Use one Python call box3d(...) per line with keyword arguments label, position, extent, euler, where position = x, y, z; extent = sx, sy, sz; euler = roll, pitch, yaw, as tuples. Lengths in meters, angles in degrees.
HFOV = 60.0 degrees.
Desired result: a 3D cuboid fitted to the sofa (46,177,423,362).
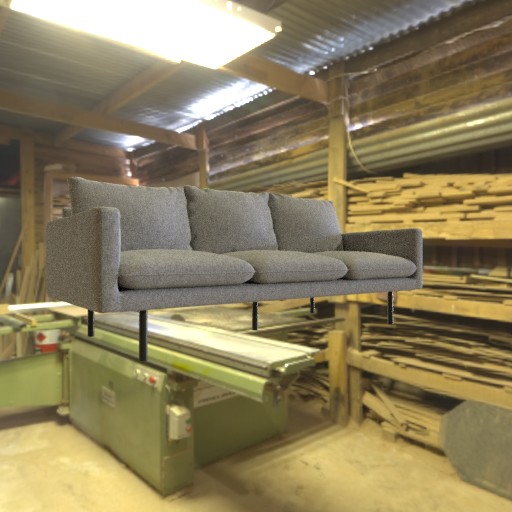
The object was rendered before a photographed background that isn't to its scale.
box3d(label="sofa", position=(0.000, 0.000, 2.475), extent=(2.000, 0.830, 0.850), euler=(0, 0, -37))
